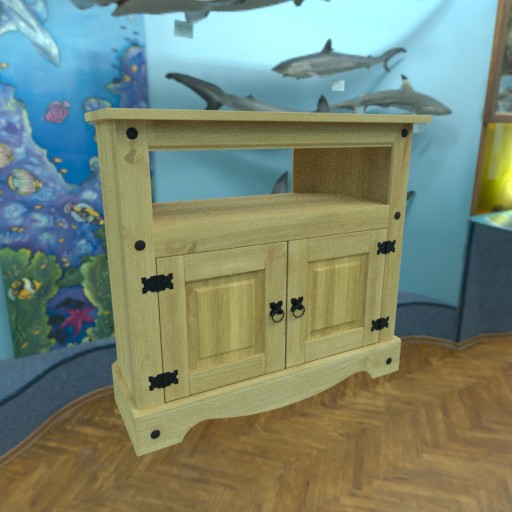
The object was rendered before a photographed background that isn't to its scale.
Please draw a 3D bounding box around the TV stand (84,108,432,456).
[{"bbox_3d":[0.000,0.000,1.292,0.851,0.781,0.425,-8,18,-27],"label":"TV stand"}]
